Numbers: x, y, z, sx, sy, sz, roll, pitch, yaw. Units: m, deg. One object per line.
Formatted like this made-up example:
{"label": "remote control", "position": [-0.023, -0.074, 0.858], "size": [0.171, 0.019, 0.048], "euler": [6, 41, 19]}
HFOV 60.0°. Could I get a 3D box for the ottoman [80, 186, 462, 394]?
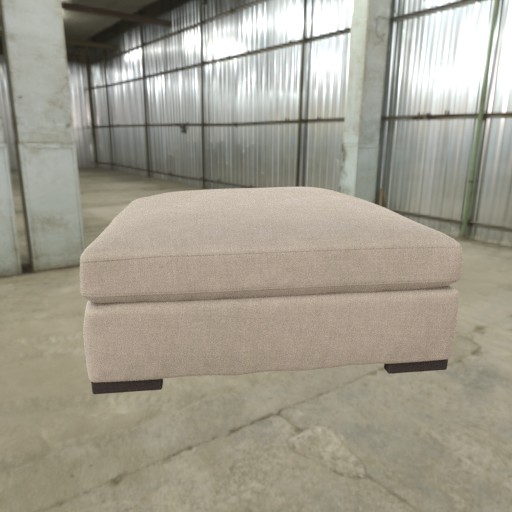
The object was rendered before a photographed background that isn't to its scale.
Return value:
{"label": "ottoman", "position": [0.000, 0.000, 1.860], "size": [1.171, 0.517, 1.203], "euler": [-2, 15, -7]}
